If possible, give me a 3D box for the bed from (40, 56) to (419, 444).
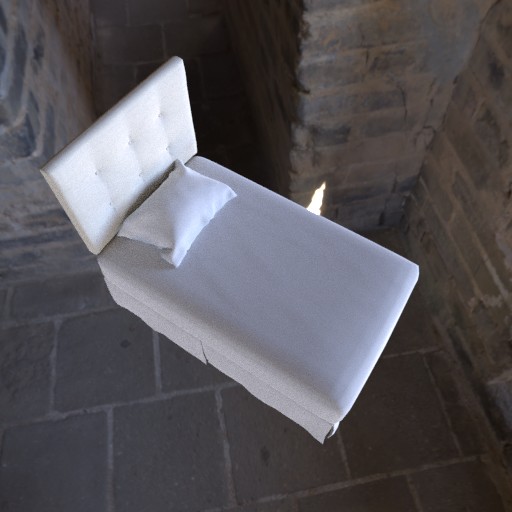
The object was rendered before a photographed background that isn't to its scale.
[{"bbox_3d":[0.000,0.000,2.935,1.997,1.571,1.261,29,63,16],"label":"bed"}]
